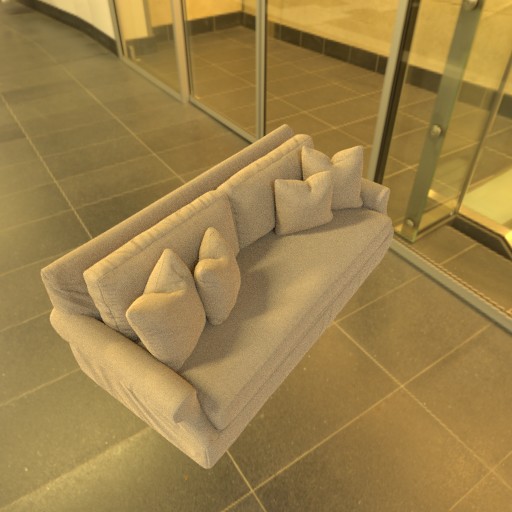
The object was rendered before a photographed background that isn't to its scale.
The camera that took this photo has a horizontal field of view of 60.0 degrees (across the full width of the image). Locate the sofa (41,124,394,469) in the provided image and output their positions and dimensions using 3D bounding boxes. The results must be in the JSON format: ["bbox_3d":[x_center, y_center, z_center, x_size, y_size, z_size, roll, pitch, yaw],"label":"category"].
[{"bbox_3d":[0.000,0.000,2.814,1.067,0.904,2.285,25,46,27],"label":"sofa"}]
